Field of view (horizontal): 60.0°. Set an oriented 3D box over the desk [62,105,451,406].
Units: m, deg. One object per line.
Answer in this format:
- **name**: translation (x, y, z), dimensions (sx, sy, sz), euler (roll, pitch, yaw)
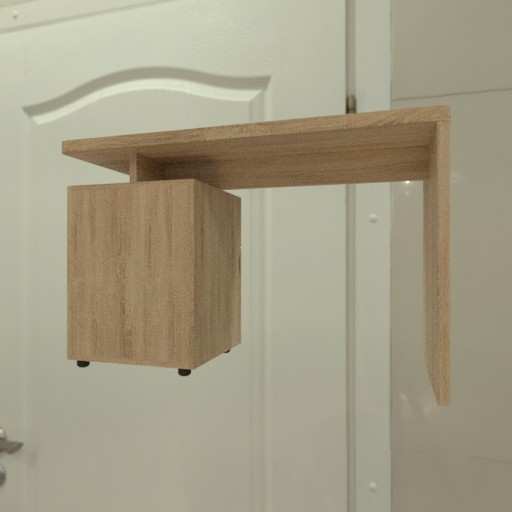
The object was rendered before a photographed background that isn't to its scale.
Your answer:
- **desk**: translation (0.000, 0.000, 1.550), dimensions (1.200, 0.760, 0.550), euler (0, 0, 17)
